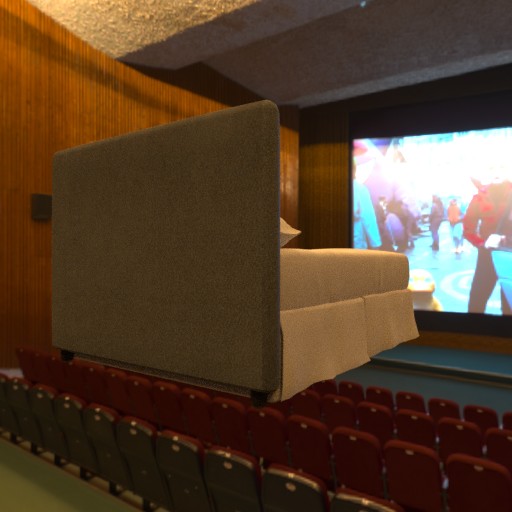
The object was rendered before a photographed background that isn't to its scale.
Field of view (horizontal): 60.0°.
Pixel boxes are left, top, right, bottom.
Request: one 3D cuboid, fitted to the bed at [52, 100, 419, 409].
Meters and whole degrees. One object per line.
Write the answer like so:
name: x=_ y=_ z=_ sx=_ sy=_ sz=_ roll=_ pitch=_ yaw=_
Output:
bed: x=0.000 y=0.000 z=3.165 sx=1.713 sy=1.330 sz=2.142 roll=0 pitch=0 yaw=35
